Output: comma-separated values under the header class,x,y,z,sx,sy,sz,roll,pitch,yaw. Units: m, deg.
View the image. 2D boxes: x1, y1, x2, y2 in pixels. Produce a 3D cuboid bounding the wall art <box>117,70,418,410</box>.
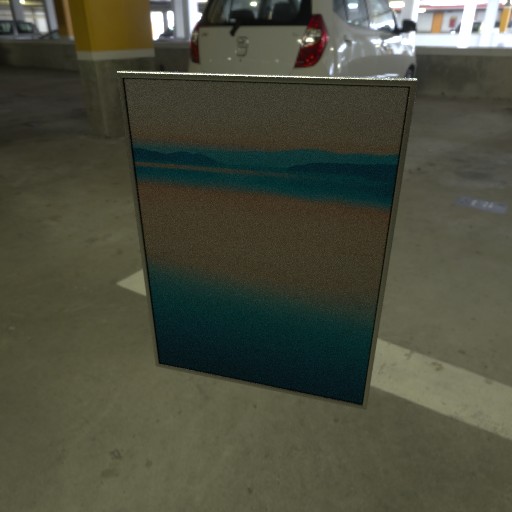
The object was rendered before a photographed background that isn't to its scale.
class,x,y,z,sx,sy,sz,roll,pitch,yaw
wall art,0.000,0.000,1.398,0.801,1.062,0.037,7,28,14
